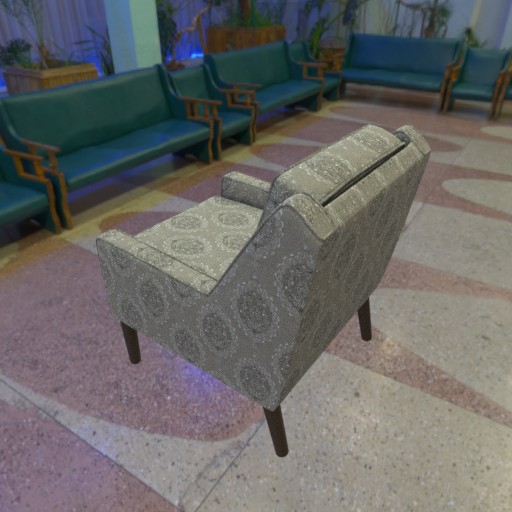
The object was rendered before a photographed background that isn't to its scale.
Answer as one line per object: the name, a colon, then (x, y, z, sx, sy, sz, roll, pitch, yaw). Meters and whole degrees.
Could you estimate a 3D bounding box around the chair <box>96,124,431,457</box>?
chair: (0.000, 0.000, 1.375, 0.750, 0.797, 0.665, 21, 37, 30)
